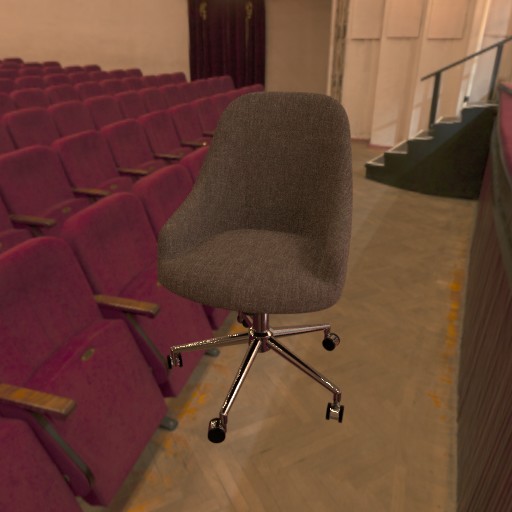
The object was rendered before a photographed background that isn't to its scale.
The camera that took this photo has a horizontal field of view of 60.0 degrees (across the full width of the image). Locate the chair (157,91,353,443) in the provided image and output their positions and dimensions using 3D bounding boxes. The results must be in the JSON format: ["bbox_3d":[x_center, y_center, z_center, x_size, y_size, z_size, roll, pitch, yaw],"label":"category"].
[{"bbox_3d":[0.000,0.000,1.440,0.671,0.950,0.712,7,26,15],"label":"chair"}]
